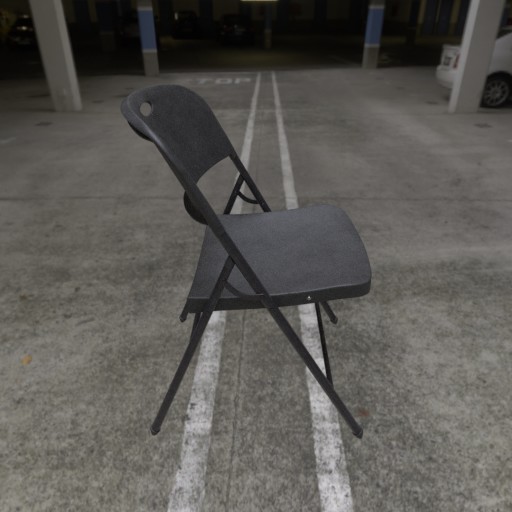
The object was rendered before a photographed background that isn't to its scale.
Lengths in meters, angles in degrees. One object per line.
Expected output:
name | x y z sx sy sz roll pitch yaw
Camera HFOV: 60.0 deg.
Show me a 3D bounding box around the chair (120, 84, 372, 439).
chair | 0.000 0.000 1.158 0.566 0.810 0.494 0 31 1
